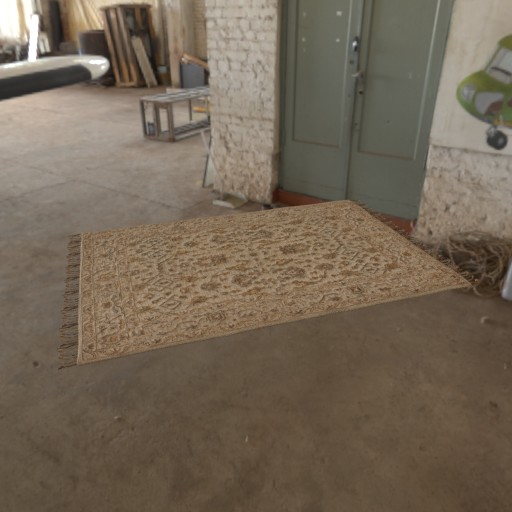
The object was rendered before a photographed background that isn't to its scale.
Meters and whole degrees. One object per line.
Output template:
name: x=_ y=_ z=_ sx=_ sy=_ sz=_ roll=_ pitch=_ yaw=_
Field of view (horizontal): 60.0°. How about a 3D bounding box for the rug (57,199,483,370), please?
rug: x=0.000 y=0.000 z=2.994 sx=2.434 sy=0.027 sz=1.529 roll=-9 pitch=29 yaw=-16
